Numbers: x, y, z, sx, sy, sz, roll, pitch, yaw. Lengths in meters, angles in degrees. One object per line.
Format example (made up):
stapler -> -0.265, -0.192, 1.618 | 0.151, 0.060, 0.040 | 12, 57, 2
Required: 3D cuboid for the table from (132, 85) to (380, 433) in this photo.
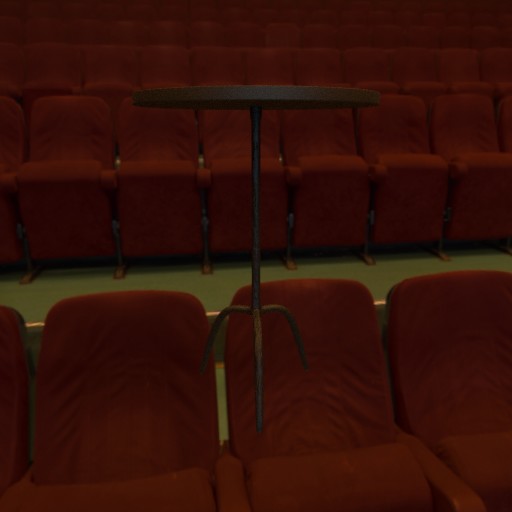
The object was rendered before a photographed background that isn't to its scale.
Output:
table -> 0.000, 0.000, 1.027 | 0.502, 0.700, 0.502 | -3, 17, -9
